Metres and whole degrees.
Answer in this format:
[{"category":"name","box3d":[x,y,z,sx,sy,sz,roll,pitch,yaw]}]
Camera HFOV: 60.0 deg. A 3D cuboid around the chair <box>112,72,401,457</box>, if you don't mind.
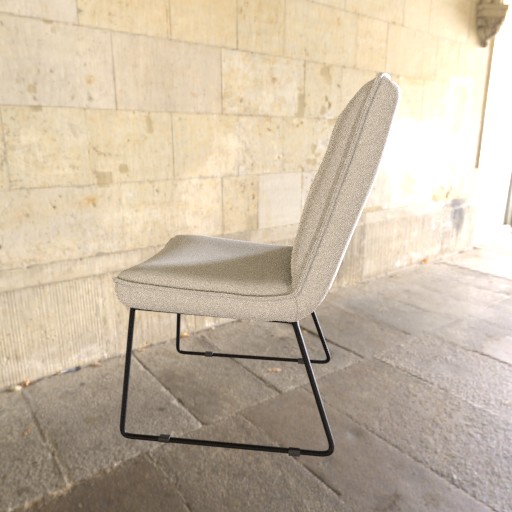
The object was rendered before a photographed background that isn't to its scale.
[{"category":"chair","box3d":[0.000,0.000,1.292,0.688,0.930,0.515,2,15,8]}]
